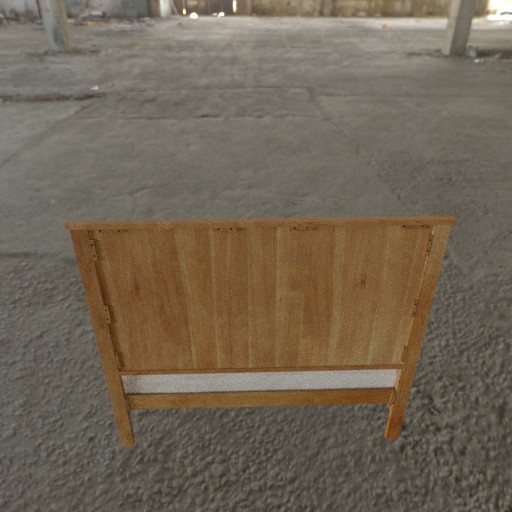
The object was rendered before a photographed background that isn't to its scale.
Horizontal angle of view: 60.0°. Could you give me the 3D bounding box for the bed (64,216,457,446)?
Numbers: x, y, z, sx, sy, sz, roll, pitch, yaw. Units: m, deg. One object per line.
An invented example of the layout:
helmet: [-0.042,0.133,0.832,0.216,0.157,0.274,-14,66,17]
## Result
bed: [0.000,0.000,3.558,1.936,1.686,2.201,-1,31,-2]
